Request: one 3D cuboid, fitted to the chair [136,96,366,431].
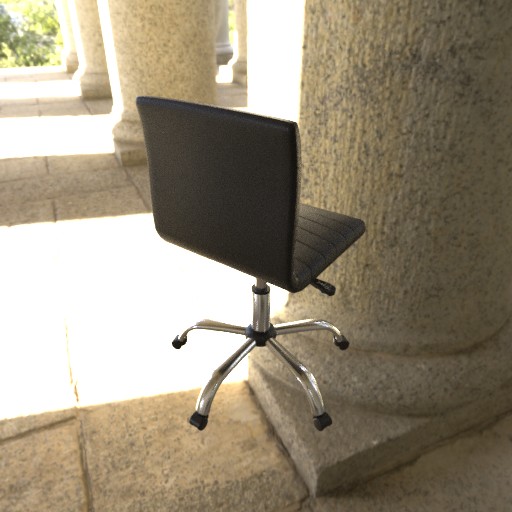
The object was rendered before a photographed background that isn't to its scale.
[{"bbox_3d":[0.000,0.000,1.115,0.556,0.780,0.530,21,36,31],"label":"chair"}]
